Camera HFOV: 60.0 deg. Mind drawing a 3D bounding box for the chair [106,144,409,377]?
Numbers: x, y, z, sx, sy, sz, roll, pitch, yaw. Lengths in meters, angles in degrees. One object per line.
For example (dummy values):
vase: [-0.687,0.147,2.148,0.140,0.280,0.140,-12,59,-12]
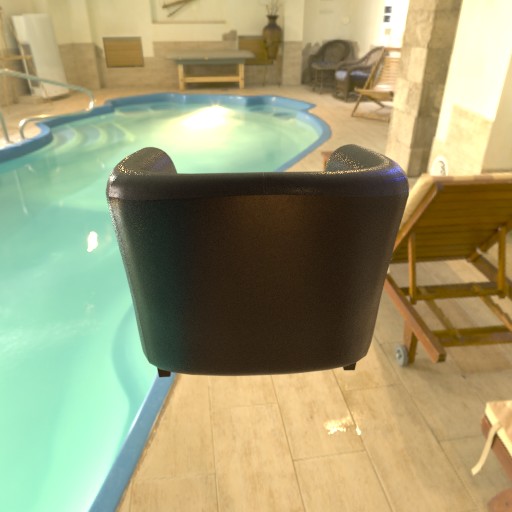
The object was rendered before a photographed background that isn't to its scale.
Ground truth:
chair: [0.000,0.000,1.389,0.793,0.756,0.727,-1,29,-3]
